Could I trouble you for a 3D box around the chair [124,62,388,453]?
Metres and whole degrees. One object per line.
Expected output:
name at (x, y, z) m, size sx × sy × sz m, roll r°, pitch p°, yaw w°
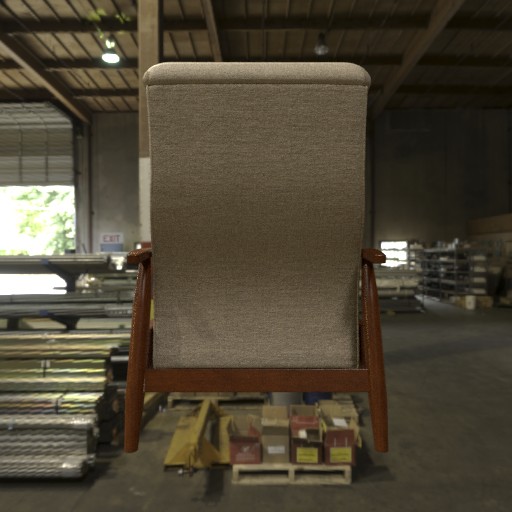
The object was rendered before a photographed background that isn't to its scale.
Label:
chair at (0.000, 0.000, 1.710) m, size 0.762 × 1.082 × 1.014 m, roll 0°, pitch 0°, yaw 0°
